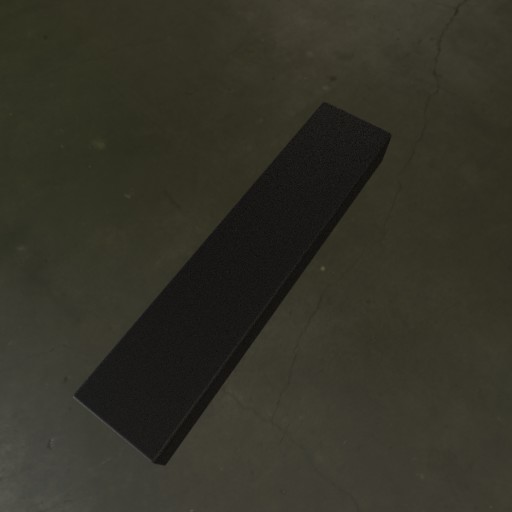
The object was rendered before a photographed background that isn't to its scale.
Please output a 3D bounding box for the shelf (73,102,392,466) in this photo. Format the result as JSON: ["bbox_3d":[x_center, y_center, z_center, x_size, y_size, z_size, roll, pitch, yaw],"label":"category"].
[{"bbox_3d":[0.000,0.000,0.505,0.102,0.053,0.456,32,67,15],"label":"shelf"}]
